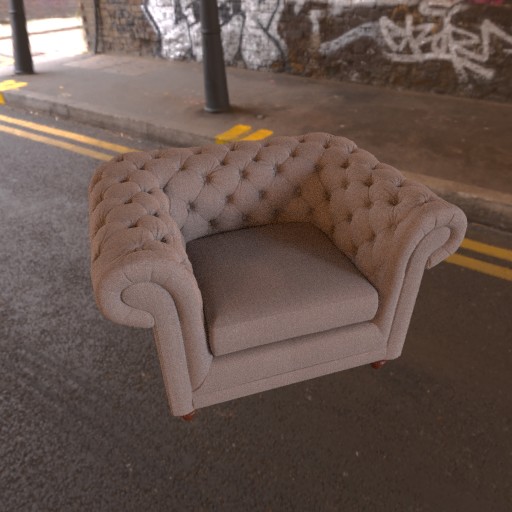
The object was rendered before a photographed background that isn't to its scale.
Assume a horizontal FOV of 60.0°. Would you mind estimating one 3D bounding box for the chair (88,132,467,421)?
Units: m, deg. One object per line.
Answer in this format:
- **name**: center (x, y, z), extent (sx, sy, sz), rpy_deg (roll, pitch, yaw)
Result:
- **chair**: center (0.000, 0.000, 1.903), extent (1.270, 0.770, 0.976), rpy_deg (-10, 34, -15)
